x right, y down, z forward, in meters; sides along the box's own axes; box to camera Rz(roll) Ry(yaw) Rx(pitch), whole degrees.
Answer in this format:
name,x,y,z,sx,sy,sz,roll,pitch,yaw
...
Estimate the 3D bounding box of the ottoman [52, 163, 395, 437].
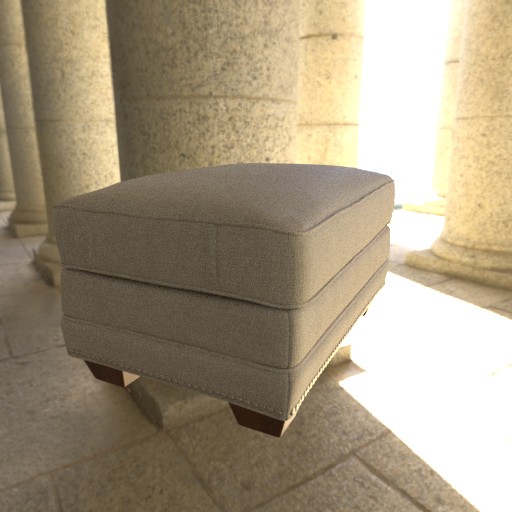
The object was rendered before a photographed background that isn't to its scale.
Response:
name,x,y,z,sx,sy,sz,roll,pitch,yaw
ottoman,0.000,0.000,1.139,0.559,0.458,0.813,7,17,26
